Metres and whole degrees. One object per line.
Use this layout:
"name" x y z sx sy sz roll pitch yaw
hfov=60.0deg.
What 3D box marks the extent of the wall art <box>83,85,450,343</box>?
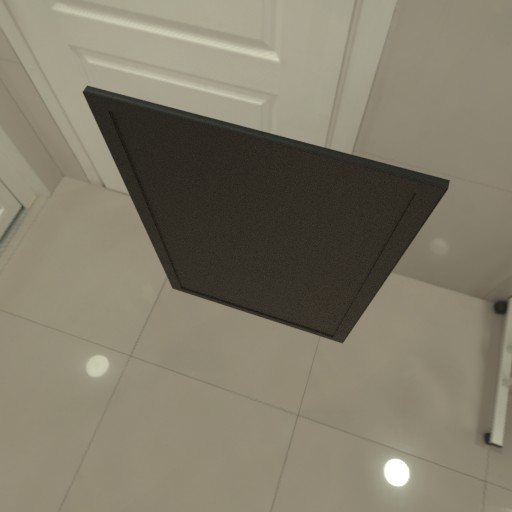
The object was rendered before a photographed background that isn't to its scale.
"wall art" 0.000 0.000 0.819 0.451 0.661 0.012 17 65 8
